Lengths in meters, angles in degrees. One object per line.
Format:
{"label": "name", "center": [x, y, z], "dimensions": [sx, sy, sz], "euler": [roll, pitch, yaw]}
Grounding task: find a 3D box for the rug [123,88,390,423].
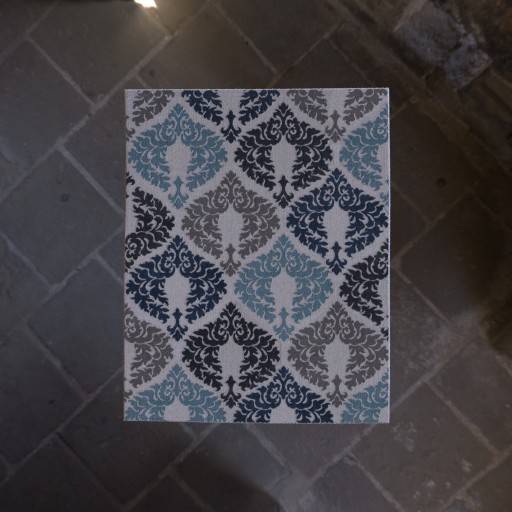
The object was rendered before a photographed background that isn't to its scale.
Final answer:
{"label": "rug", "center": [0.000, 0.000, 4.028], "dimensions": [2.423, 0.014, 3.040], "euler": [0, 90, 1]}
